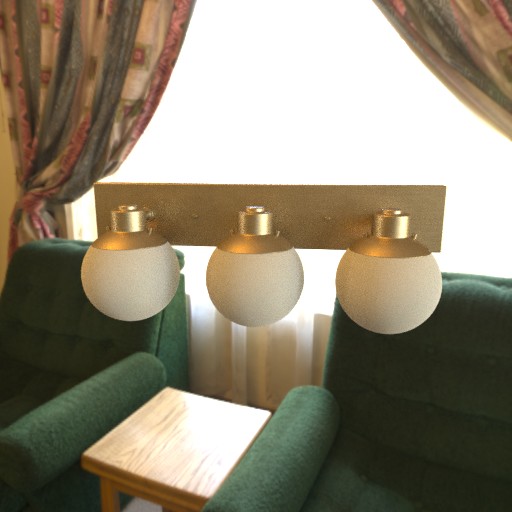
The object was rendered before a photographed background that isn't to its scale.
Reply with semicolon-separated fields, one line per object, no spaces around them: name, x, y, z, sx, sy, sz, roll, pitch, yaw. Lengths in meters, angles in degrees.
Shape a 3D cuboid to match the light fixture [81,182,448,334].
light fixture;0.000;0.000;0.849;0.721;0.263;0.218;2;13;7
